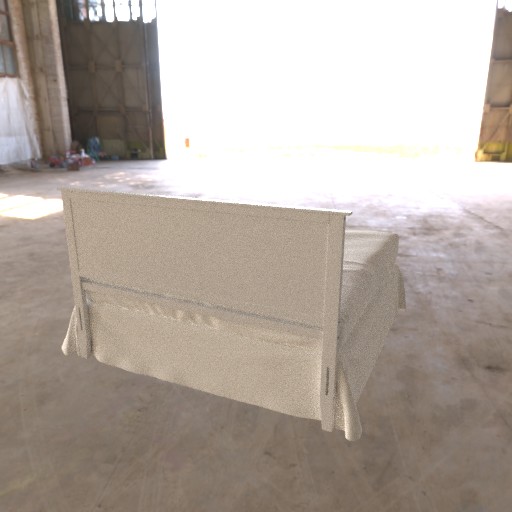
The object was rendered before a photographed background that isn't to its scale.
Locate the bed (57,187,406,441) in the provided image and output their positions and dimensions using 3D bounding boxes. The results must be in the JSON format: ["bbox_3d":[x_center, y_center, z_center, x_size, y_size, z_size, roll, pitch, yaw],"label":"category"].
[{"bbox_3d":[0.000,0.000,3.675,2.317,1.273,2.215,8,18,25],"label":"bed"}]
